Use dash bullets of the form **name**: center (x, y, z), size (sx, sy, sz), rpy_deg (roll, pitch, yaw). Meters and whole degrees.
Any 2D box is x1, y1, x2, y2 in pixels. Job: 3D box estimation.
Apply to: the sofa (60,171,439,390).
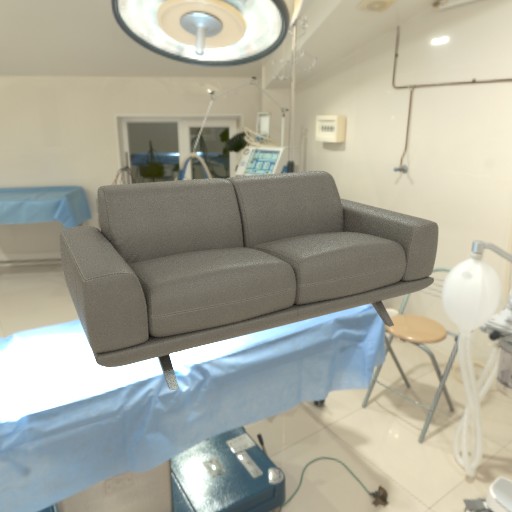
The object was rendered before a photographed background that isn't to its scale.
- **sofa**: center (0.000, 0.000, 2.439), size (1.901, 0.772, 0.900), rpy_deg (-9, 20, -27)
